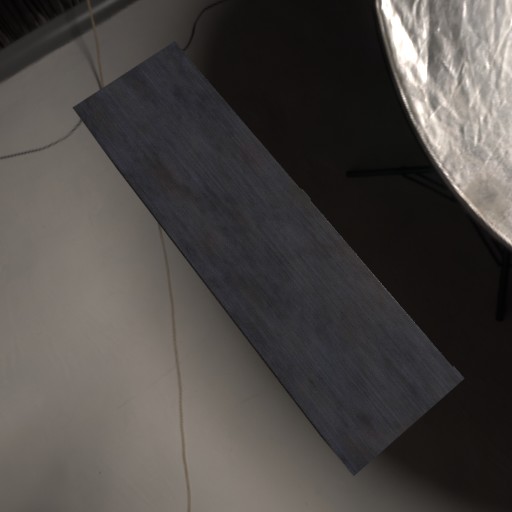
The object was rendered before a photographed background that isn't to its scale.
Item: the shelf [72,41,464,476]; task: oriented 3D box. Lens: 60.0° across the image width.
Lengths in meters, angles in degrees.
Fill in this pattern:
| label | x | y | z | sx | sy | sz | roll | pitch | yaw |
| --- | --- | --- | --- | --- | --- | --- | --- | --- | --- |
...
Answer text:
| label | x | y | z | sx | sy | sz | roll | pitch | yaw |
| --- | --- | --- | --- | --- | --- | --- | --- | --- | --- |
| shelf | 0.000 | 0.000 | 1.864 | 0.479 | 0.719 | 1.575 | -37 | 79 | -8 |
